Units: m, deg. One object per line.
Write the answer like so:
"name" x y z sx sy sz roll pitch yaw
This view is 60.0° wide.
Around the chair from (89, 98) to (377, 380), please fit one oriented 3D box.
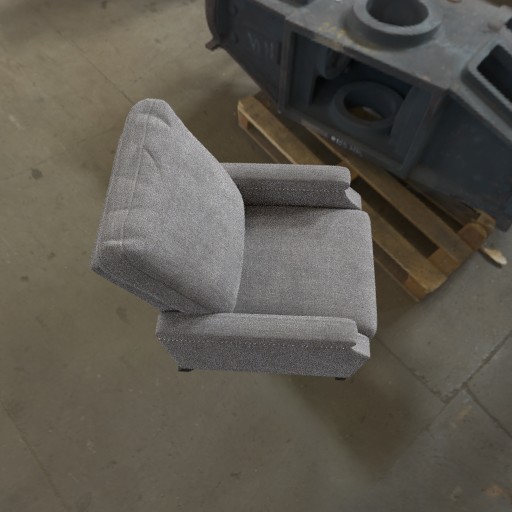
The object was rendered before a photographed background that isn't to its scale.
"chair" 0.000 0.000 1.670 0.922 1.049 0.710 3 64 1
